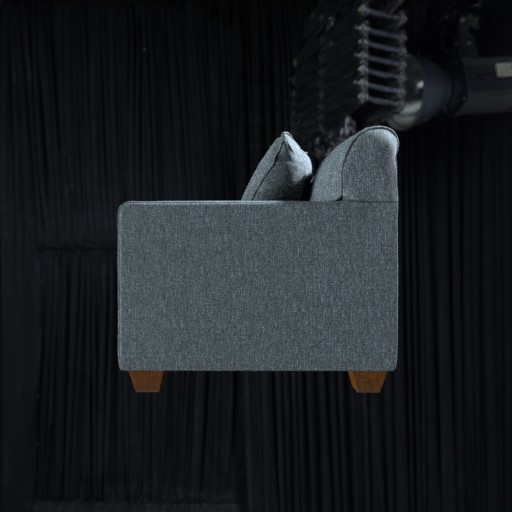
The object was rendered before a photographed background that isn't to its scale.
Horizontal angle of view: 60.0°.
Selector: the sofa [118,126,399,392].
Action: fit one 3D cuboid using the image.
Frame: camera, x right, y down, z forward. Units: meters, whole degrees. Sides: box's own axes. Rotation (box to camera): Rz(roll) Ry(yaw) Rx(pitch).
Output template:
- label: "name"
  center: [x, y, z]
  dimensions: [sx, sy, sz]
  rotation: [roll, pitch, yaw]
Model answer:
- label: "sofa"
  center: [0.000, 0.000, 2.402]
  dimensions: [0.998, 0.958, 1.846]
  rotation: [0, -1, 0]
